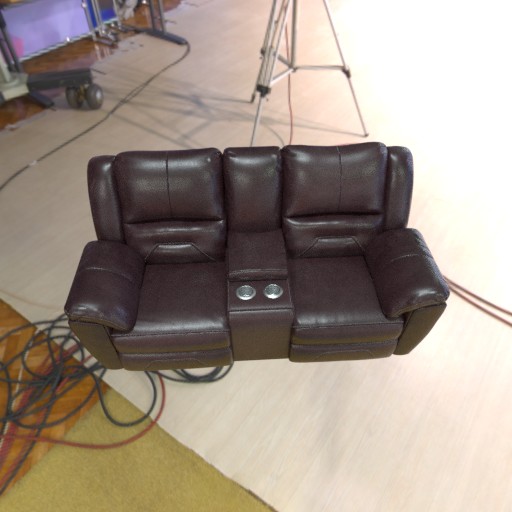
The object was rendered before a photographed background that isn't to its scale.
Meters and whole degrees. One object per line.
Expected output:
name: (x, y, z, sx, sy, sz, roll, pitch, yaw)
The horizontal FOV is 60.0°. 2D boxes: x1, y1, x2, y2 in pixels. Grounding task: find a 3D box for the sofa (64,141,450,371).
sofa: (0.000, 0.000, 2.686, 2.058, 1.043, 0.991, -2, 47, -2)
